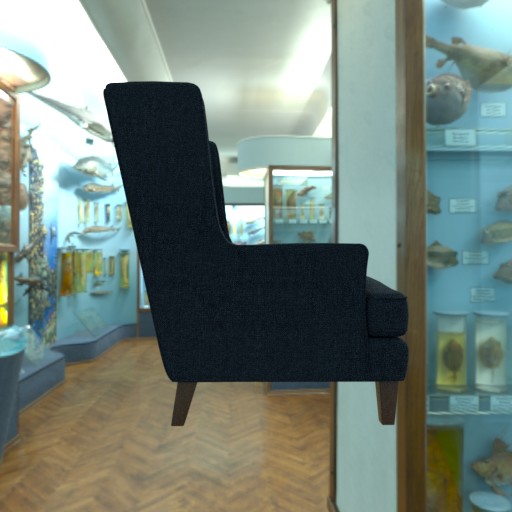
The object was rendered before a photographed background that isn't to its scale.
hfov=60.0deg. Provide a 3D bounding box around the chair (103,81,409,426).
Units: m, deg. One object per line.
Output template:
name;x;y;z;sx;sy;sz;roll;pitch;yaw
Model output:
chair;0.000;0.000;1.733;0.947;1.072;0.764;0;0;-1
